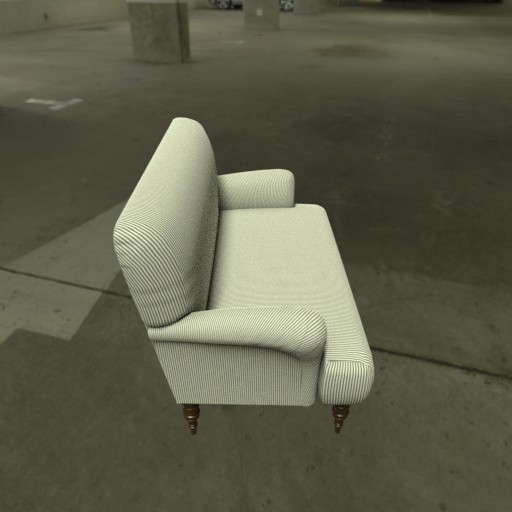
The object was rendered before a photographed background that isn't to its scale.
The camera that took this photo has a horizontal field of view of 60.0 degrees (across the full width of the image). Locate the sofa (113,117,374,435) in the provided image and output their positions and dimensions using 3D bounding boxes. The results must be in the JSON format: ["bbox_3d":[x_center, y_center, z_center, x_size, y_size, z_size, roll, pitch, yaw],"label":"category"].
[{"bbox_3d":[0.000,0.000,1.885,0.779,0.889,1.297,0,32,0],"label":"sofa"}]
